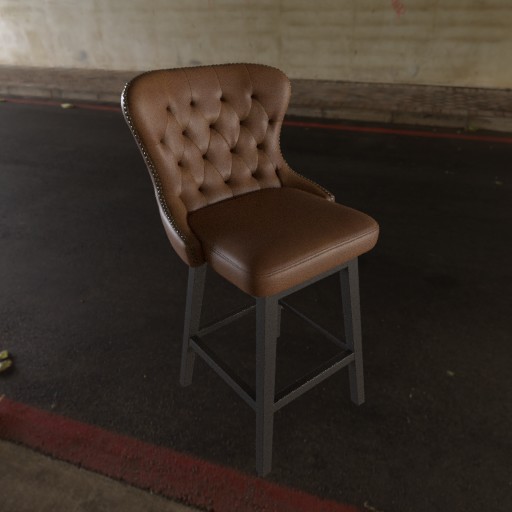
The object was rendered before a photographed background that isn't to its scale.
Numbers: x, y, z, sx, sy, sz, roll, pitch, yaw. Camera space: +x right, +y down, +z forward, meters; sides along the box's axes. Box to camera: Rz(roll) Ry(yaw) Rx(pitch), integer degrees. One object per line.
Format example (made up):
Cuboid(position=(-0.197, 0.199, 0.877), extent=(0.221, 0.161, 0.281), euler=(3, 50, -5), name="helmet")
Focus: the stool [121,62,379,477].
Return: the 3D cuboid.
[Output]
Cuboid(position=(0.000, 0.000, 1.281), extent=(0.528, 0.971, 0.593), euler=(-21, 36, -33), name="stool")
